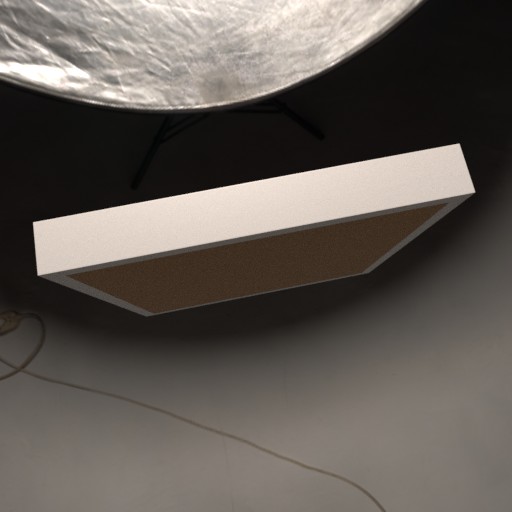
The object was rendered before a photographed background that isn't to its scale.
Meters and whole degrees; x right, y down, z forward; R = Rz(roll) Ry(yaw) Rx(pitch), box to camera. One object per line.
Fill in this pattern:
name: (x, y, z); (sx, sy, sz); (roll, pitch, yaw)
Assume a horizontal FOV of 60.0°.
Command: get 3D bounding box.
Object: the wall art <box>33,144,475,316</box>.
wall art: (0.000, 0.000, 0.454); (0.305, 0.302, 0.038); (-11, 77, -2)
